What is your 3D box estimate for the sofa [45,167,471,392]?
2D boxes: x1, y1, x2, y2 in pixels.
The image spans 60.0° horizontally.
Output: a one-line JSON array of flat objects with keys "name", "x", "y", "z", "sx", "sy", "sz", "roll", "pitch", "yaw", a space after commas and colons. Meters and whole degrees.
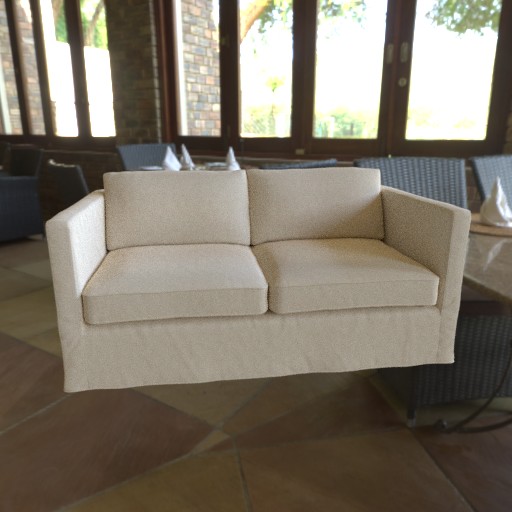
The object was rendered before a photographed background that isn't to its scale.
[{"name": "sofa", "x": 0.000, "y": 0.000, "z": 2.266, "sx": 1.746, "sy": 0.834, "sz": 0.962, "roll": -2, "pitch": 16, "yaw": -8}]
